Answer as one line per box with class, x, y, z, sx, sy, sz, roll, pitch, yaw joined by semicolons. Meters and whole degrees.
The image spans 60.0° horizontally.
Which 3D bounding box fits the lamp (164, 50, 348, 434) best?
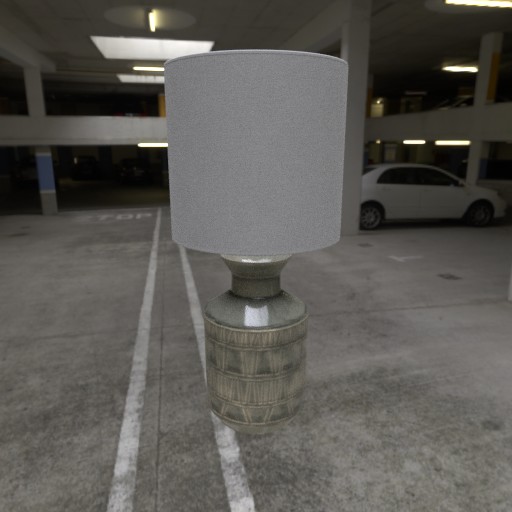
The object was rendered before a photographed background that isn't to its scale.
lamp;0.000;0.000;0.574;0.211;0.455;0.211;-3;15;-11
